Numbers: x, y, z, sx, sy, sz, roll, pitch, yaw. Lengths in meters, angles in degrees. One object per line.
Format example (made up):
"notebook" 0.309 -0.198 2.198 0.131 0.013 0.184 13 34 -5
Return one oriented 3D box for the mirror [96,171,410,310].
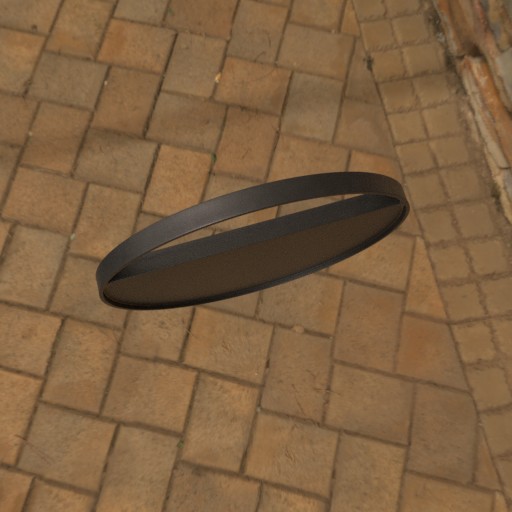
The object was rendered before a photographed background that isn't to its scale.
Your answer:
"mirror" 0.000 0.000 0.825 0.565 0.565 0.032 -15 76 -4
